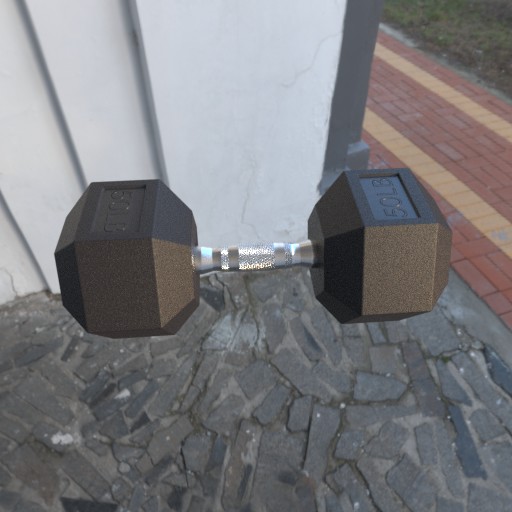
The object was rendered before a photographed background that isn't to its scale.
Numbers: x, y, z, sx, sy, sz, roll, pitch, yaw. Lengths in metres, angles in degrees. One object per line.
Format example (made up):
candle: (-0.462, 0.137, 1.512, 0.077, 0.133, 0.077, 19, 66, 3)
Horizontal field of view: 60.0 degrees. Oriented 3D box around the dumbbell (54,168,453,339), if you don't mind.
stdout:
dumbbell: (0.000, 0.000, 0.476, 0.384, 0.150, 0.173, -3, 46, -3)
